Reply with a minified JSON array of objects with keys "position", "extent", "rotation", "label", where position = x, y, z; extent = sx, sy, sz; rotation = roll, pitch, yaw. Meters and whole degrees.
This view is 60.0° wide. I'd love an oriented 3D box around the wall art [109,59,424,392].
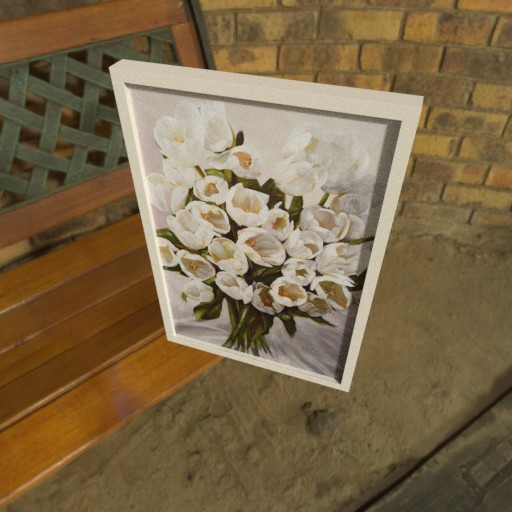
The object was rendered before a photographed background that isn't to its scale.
[{"position":[0.000,0.000,0.839],"extent":[0.450,0.657,0.038],"rotation":[13,43,14],"label":"wall art"}]
